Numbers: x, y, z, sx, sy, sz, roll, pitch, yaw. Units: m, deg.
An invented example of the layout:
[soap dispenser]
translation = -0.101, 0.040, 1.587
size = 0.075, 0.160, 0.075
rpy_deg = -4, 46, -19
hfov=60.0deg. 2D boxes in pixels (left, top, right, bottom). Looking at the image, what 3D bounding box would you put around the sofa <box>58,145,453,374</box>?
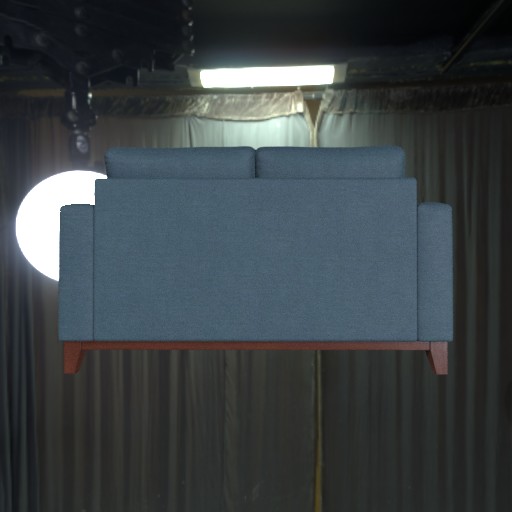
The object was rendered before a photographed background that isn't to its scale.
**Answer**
[sofa]
translation = 0.000, 0.000, 2.130
size = 1.489, 0.903, 0.955
rpy_deg = 0, -1, 0
